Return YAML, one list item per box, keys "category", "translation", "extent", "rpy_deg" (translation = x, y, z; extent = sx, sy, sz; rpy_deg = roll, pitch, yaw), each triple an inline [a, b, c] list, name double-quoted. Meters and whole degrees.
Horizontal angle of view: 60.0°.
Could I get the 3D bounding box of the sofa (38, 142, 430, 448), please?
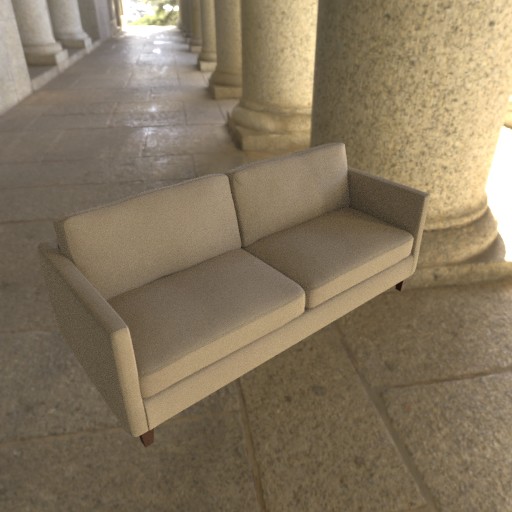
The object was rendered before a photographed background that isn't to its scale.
- category: "sofa"
  translation: [0.000, 0.000, 2.670]
  extent: [2.181, 0.932, 0.948]
  rpy_deg: [-23, 37, -33]
